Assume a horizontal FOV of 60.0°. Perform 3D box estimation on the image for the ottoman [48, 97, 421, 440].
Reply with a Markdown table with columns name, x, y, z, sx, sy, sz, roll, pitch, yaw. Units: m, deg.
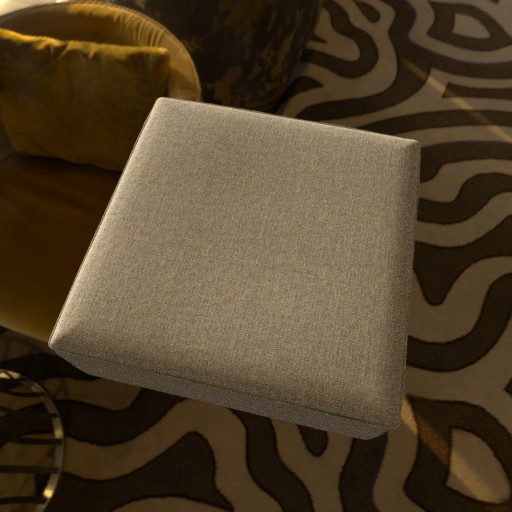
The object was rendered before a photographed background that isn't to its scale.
| name | x | y | z | sx | sy | sz | roll | pitch | yaw |
| --- | --- | --- | --- | --- | --- | --- | --- | --- | --- |
| ottoman | 0.000 | 0.000 | 1.574 | 1.017 | 0.423 | 1.023 | 12 | 64 | 6 |
